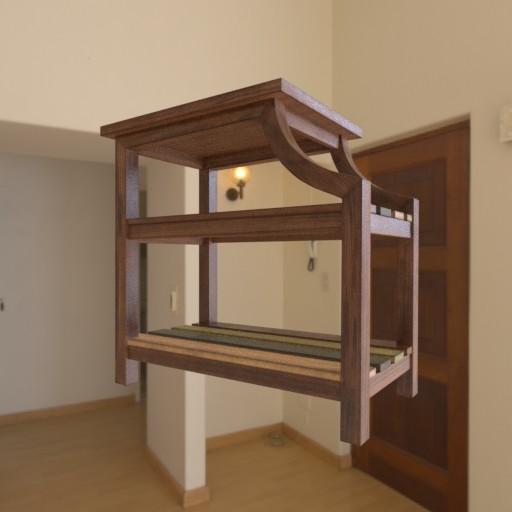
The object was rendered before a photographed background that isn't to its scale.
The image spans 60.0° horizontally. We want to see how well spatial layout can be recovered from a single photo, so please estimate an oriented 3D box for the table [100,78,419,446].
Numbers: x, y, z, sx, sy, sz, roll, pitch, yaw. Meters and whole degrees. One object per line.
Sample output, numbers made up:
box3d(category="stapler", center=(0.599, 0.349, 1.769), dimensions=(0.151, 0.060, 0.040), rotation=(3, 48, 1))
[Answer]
box3d(category="table", center=(0.000, 0.000, 0.970), dimensions=(0.609, 0.584, 0.356), rotation=(0, 0, 35))
